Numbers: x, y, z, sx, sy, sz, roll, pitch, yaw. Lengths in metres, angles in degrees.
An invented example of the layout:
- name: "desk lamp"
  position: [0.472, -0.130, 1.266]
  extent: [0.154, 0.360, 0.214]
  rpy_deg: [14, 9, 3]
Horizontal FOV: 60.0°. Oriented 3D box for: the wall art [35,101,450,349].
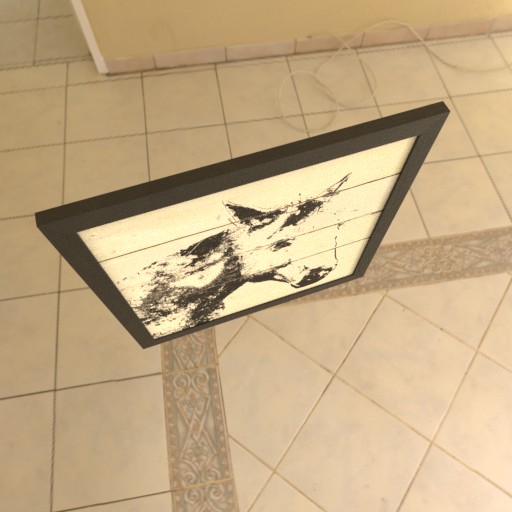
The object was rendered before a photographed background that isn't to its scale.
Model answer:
- name: "wall art"
  position: [0.000, 0.000, 1.493]
  extent: [1.016, 1.016, 0.038]
  rpy_deg: [-17, 65, -8]
